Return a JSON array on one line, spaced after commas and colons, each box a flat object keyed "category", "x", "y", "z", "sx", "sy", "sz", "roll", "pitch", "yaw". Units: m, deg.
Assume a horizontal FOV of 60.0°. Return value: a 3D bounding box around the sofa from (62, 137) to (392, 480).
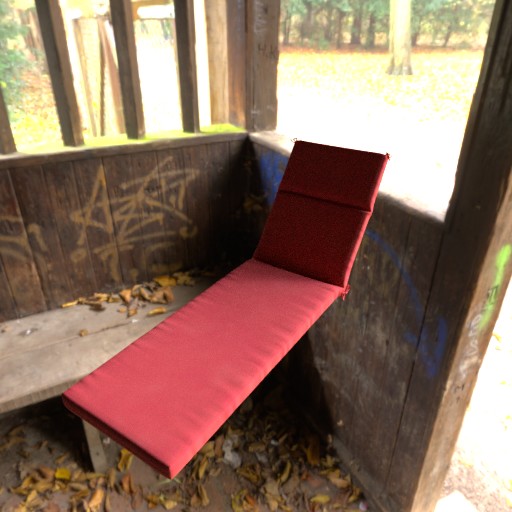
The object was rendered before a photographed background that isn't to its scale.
[{"category": "sofa", "x": 0.000, "y": 0.000, "z": 1.879, "sx": 0.582, "sy": 0.622, "sz": 1.663, "roll": 18, "pitch": 34, "yaw": 29}]
